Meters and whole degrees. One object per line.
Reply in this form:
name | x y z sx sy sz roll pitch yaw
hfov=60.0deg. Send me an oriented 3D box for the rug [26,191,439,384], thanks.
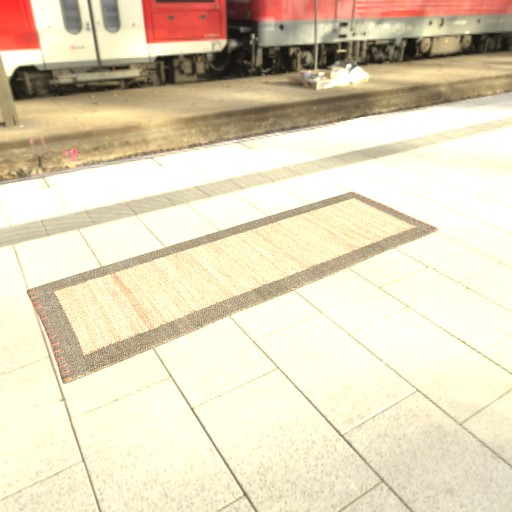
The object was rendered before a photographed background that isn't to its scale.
rug | 0.000 0.000 2.646 2.413 0.016 0.810 -19 35 -29
